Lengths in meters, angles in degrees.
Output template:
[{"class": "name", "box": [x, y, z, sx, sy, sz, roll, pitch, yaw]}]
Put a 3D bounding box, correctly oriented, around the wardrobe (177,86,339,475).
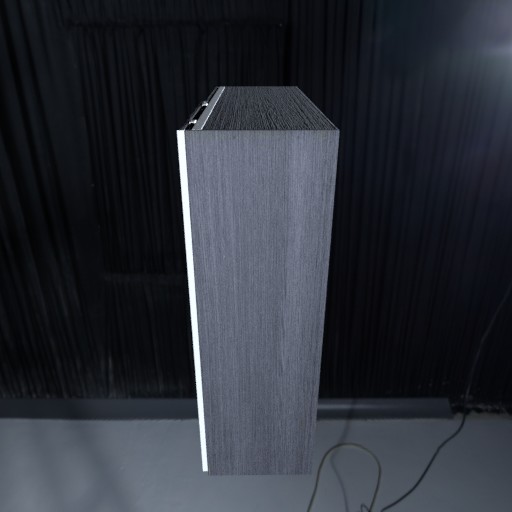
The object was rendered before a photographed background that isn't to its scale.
[{"class": "wardrobe", "box": [0.000, 0.000, 2.940, 0.629, 1.960, 1.780, 0, 26, -1]}]
